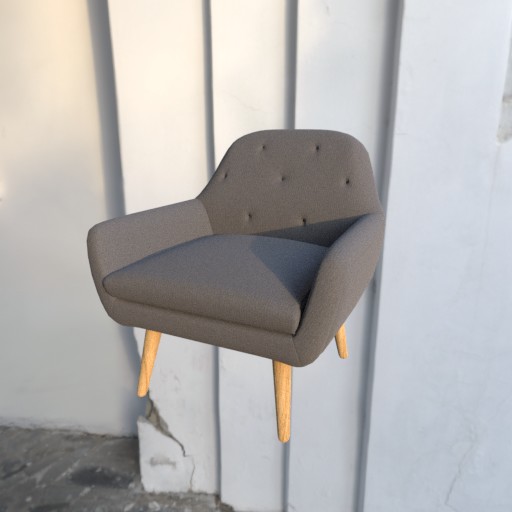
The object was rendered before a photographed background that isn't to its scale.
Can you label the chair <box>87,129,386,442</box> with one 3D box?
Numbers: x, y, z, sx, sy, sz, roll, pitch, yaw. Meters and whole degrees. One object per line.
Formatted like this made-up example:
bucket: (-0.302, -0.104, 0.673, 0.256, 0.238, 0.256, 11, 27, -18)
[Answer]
chair: (0.000, 0.000, 1.456, 0.770, 0.800, 0.779, 8, 18, 25)
